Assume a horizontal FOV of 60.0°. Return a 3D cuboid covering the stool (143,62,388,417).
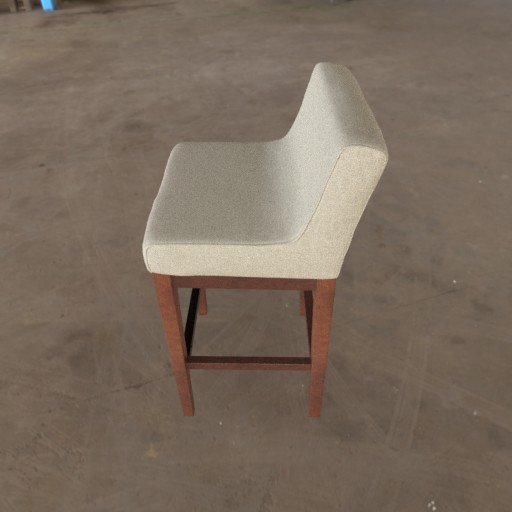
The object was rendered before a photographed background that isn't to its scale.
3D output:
[{"bbox_3d":[0.000,0.000,1.272,0.500,0.937,0.511,0,40,0],"label":"stool"}]
